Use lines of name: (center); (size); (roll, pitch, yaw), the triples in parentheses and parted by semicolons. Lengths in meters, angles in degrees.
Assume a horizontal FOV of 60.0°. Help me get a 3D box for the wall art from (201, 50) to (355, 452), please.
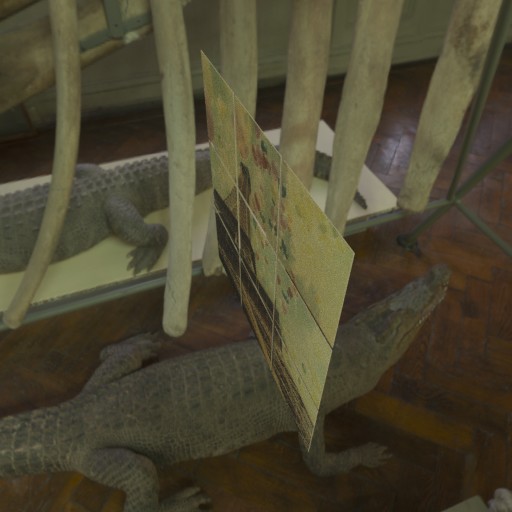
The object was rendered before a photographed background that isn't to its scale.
wall art: (0.000, 0.000, 2.275); (0.002, 1.505, 1.517); (-16, 48, -15)
